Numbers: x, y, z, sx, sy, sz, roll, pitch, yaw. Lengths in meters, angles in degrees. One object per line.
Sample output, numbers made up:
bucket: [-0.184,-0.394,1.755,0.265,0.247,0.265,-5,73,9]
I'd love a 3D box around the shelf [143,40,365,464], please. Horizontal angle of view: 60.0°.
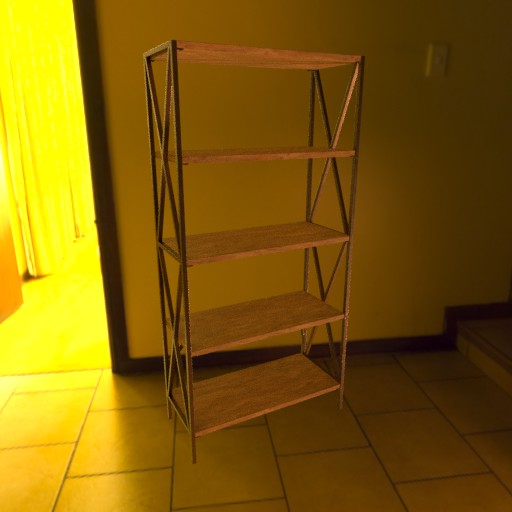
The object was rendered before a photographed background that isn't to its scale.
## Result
shelf: [0.000,0.000,2.165,0.874,1.803,0.386,-9,19,-27]
